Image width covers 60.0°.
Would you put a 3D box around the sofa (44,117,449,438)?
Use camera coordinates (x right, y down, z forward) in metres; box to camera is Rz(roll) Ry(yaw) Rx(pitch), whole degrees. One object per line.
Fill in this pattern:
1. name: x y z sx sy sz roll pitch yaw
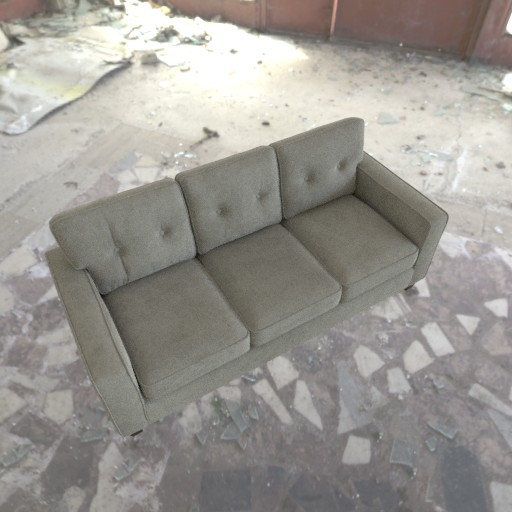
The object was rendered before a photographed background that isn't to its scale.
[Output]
1. sofa: 0.000 0.000 2.600 2.133 0.965 0.939 -23 51 -21
